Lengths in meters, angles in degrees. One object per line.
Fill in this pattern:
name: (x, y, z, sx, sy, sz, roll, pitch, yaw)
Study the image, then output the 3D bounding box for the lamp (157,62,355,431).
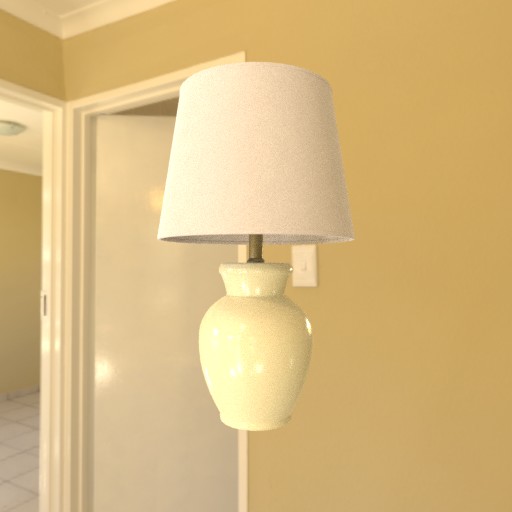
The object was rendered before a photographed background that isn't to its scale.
lamp: (0.000, 0.000, 0.550, 0.239, 0.399, 0.239, 0, -1, 0)
